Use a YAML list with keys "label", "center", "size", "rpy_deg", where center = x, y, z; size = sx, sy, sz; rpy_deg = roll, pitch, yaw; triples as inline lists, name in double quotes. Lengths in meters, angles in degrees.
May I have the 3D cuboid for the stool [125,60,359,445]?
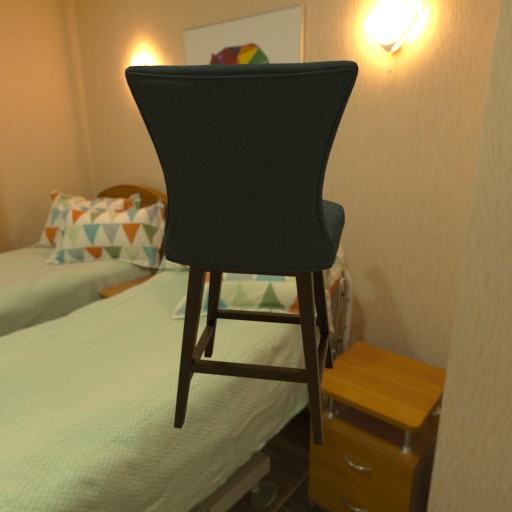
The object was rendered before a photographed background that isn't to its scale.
- label: "stool"
  center: [0.000, 0.000, 1.305]
  size: [0.514, 1.000, 0.574]
  rpy_deg: [3, 17, 9]
